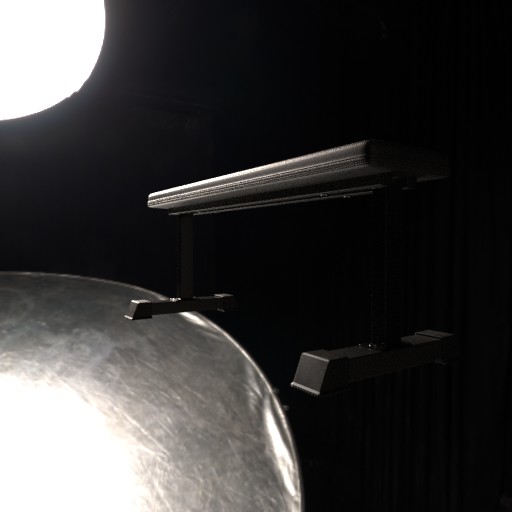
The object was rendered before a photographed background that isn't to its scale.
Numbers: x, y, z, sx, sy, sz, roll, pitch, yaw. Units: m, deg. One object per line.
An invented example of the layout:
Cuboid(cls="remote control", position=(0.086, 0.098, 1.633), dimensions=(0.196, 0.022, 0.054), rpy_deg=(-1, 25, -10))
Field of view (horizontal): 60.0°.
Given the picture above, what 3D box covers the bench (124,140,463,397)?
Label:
Cuboid(cls="bench", position=(0.000, 0.000, 1.283), dimensions=(0.439, 0.453, 1.072), rpy_deg=(-1, 2, -35))
